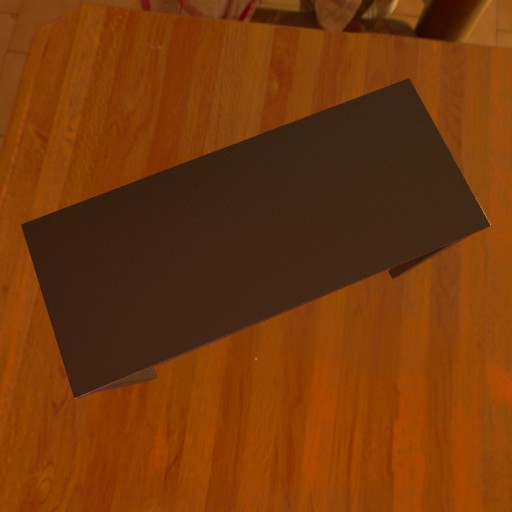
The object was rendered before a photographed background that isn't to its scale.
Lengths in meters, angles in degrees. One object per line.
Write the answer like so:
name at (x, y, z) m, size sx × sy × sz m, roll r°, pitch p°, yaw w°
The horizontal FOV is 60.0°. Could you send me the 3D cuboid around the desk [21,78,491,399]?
desk at (0.000, 0.000, 1.619) m, size 1.220 × 0.775 × 0.508 m, roll -22°, pitch 78°, yaw -5°
